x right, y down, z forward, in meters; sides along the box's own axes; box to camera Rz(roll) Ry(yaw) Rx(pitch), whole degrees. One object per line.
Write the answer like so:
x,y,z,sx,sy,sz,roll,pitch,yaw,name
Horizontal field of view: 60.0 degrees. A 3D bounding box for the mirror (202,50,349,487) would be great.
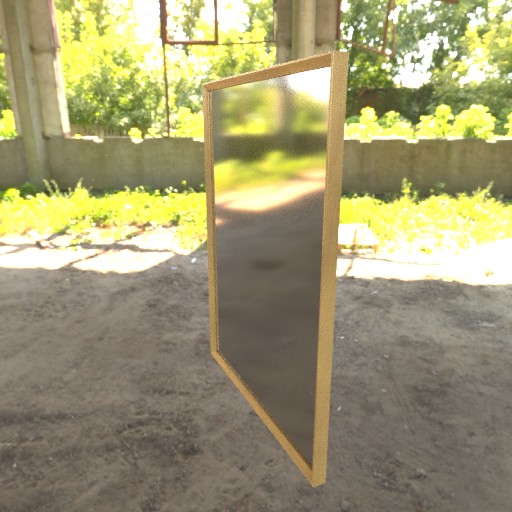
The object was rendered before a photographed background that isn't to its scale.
0.000,0.000,1.318,0.041,1.016,0.762,-8,18,-24,mirror
